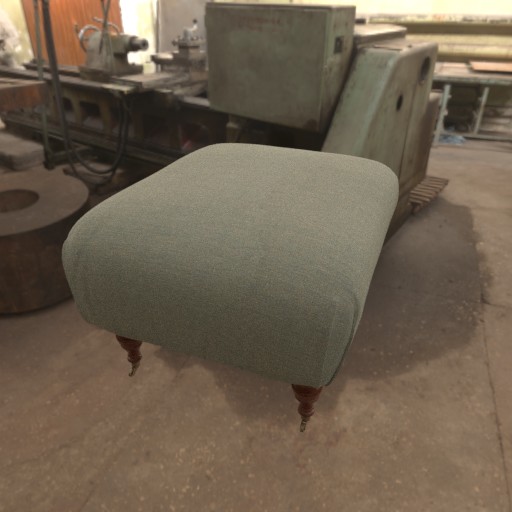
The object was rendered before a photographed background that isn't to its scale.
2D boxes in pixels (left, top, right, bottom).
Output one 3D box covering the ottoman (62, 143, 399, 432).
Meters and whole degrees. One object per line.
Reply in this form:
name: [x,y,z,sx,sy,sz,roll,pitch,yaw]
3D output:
ottoman: [0.000,0.000,1.148,0.622,0.450,0.747,11,32,19]
